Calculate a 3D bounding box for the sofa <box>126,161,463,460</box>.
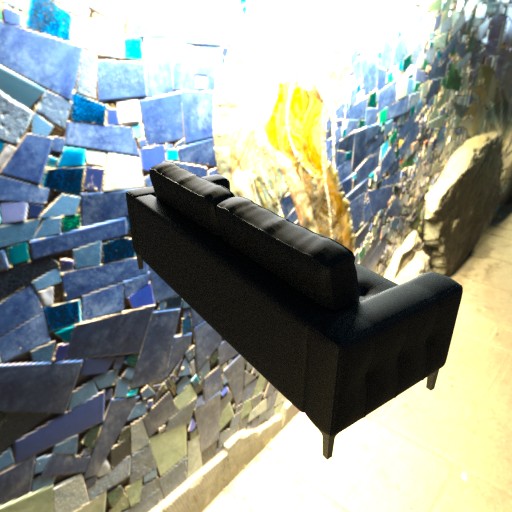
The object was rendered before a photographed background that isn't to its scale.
[{"bbox_3d":[0.000,0.000,2.754,0.833,0.893,2.275,-17,31,-31],"label":"sofa"}]
